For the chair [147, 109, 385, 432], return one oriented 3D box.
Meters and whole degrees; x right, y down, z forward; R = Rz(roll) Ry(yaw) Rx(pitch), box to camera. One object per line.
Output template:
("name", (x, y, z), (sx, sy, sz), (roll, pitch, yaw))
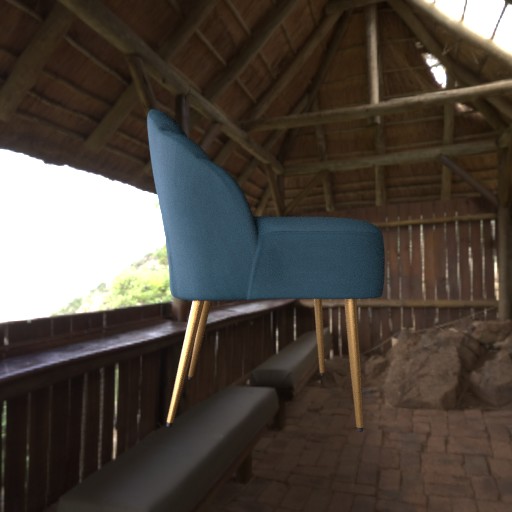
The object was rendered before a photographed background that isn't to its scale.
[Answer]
("chair", (0.000, 0.000, 1.276), (0.599, 0.819, 0.657), (0, 0, -2))
